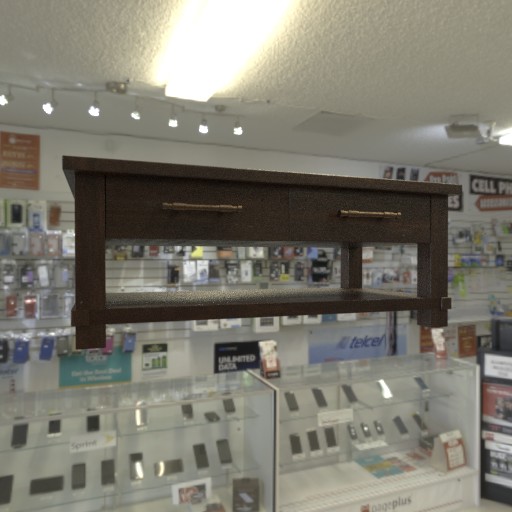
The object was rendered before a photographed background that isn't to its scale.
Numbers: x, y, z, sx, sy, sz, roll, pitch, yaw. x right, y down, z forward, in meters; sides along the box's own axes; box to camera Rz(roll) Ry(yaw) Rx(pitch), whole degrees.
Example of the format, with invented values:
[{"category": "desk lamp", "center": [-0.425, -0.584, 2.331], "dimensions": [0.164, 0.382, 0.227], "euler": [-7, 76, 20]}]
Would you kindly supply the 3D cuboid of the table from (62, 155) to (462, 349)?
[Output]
[{"category": "table", "center": [0.000, 0.000, 1.637], "dimensions": [1.270, 0.494, 0.700], "euler": [0, -1, -20]}]
